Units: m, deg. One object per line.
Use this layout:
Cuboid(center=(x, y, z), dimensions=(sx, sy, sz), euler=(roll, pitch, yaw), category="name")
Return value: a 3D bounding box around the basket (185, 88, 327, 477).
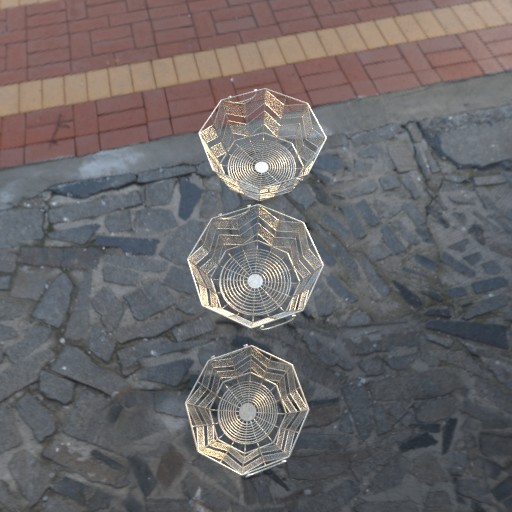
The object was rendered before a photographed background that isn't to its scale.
Cuboid(center=(0.000, 0.000, 1.394), dimensions=(0.432, 0.178, 1.246), euler=(3, 64, 1), category="basket")
